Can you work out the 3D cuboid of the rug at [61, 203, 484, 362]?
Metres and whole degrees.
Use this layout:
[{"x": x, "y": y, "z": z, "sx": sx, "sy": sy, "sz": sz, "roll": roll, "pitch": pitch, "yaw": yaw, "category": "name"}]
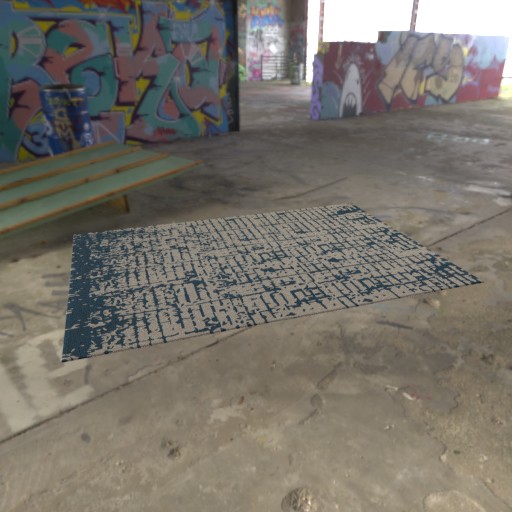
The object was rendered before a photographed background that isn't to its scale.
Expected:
[{"x": 0.000, "y": 0.000, "z": 2.318, "sx": 1.828, "sy": 0.007, "sz": 1.220, "roll": -8, "pitch": 26, "yaw": -17, "category": "rug"}]
